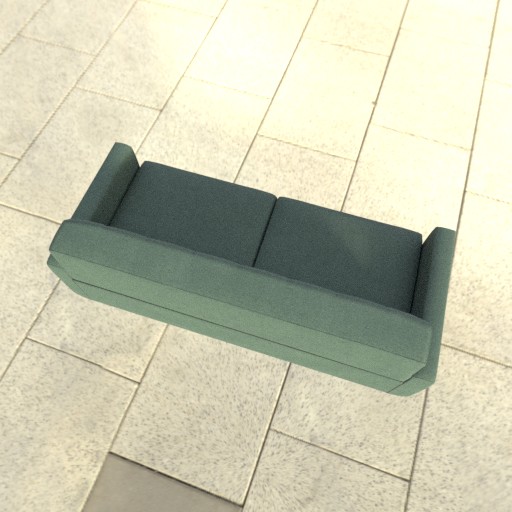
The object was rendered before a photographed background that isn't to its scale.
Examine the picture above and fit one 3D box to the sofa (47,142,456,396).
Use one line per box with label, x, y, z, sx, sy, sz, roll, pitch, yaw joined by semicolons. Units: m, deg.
sofa;0.000;0.000;2.502;2.029;0.841;0.909;16;66;7
